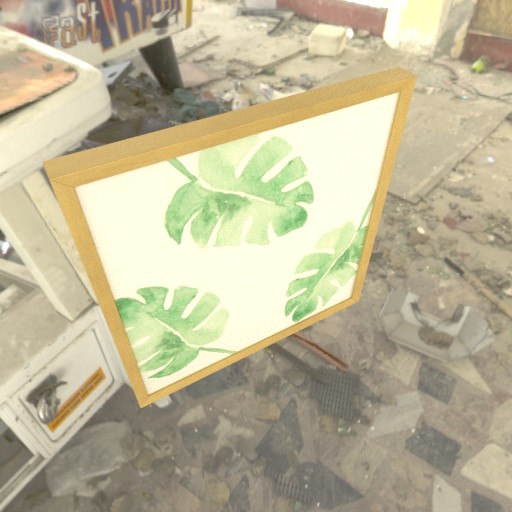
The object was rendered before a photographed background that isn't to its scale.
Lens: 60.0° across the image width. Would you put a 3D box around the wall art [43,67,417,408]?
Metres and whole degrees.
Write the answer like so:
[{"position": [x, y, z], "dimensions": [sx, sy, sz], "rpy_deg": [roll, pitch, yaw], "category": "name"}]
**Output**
[{"position": [0.000, 0.000, 0.734], "dimensions": [0.508, 0.508, 0.038], "rpy_deg": [-22, 49, -20], "category": "wall art"}]
